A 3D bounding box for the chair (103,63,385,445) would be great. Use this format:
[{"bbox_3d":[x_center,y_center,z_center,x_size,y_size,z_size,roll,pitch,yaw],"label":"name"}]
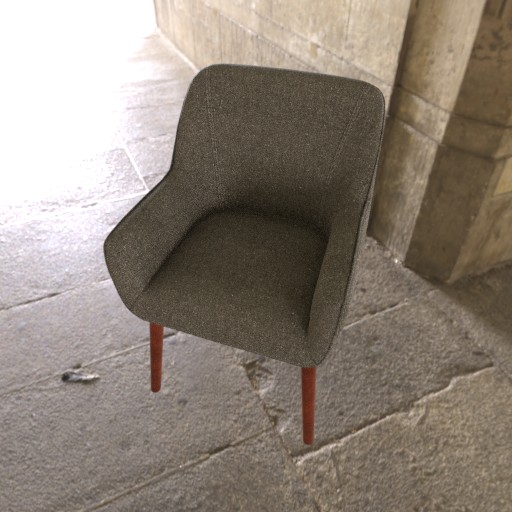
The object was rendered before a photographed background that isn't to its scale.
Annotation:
[{"bbox_3d":[0.000,0.000,1.162,0.543,0.803,0.519,13,43,15],"label":"chair"}]
